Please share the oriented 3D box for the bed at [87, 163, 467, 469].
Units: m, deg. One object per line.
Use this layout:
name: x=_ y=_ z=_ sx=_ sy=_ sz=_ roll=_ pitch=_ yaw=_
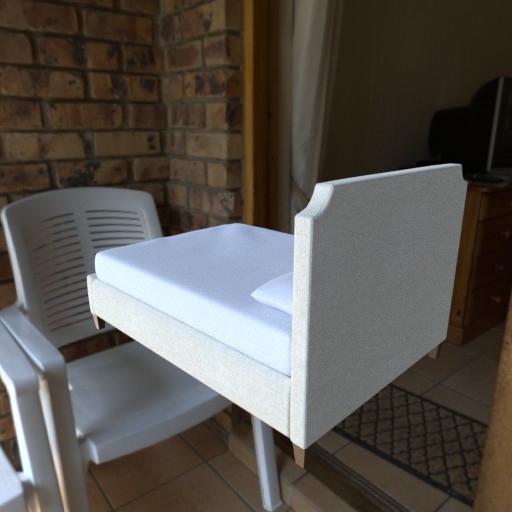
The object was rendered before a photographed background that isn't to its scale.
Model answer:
bed: x=0.000 y=0.000 z=3.418 sx=1.713 sy=1.457 sz=2.381 roll=-16 pitch=23 yaw=-43
